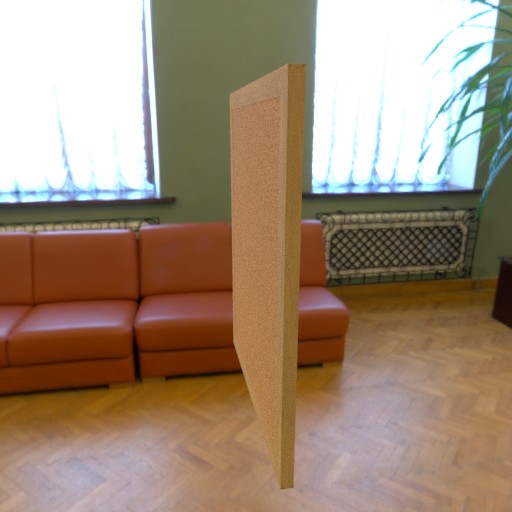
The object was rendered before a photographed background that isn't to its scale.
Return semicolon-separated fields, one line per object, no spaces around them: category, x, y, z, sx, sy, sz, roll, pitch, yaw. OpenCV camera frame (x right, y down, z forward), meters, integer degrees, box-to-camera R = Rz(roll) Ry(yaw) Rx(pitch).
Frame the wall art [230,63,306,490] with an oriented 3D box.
wall art;0.000;0.000;0.771;0.020;0.561;0.460;-3;16;-11
